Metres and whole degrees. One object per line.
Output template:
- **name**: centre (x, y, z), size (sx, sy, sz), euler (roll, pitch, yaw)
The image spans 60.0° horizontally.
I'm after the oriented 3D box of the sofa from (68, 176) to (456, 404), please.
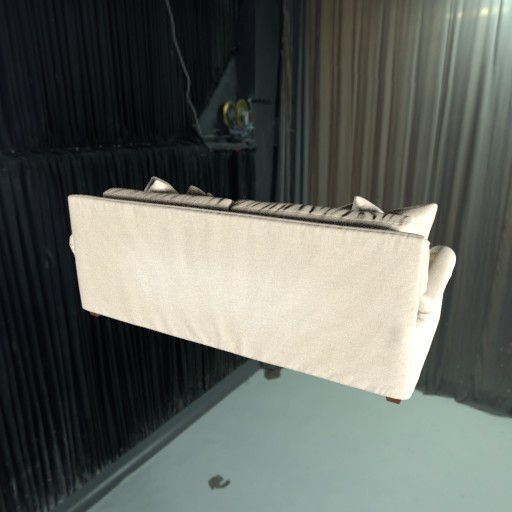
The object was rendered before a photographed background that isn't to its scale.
- **sofa**: centre (0.000, 0.000, 2.835), size (2.285, 0.904, 1.067), euler (9, 20, 27)
